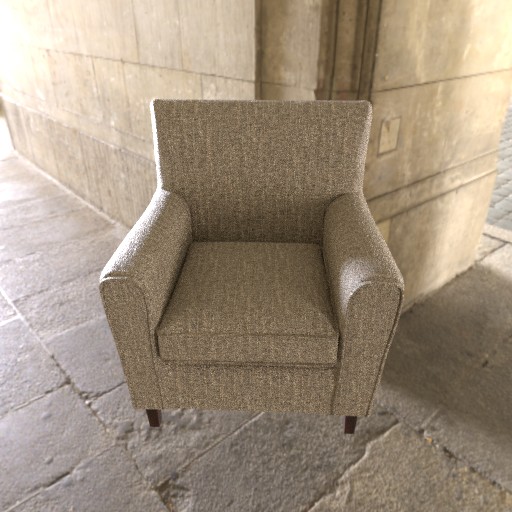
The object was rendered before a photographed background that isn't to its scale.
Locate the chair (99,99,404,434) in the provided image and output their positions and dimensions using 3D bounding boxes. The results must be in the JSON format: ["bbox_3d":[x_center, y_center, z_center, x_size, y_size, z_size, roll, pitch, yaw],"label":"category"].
[{"bbox_3d":[0.000,0.000,1.580,0.864,0.928,0.873,1,29,2],"label":"chair"}]
